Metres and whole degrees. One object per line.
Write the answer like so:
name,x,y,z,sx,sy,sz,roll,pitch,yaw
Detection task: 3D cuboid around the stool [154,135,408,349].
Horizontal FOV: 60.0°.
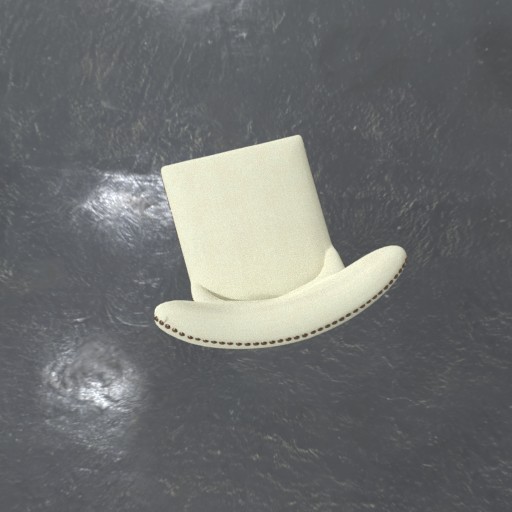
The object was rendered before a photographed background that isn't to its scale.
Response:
stool,0.000,0.000,1.392,0.494,1.123,0.606,-14,76,-4
